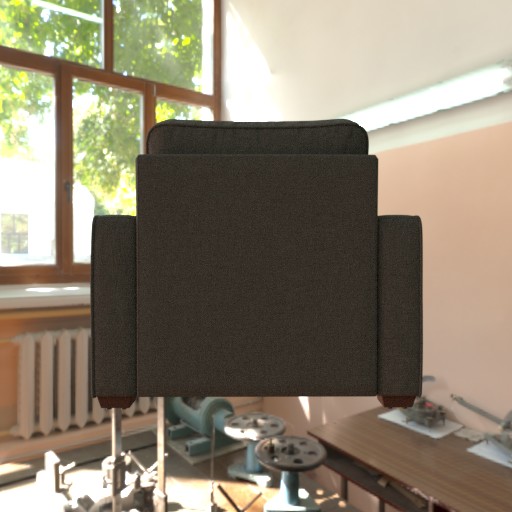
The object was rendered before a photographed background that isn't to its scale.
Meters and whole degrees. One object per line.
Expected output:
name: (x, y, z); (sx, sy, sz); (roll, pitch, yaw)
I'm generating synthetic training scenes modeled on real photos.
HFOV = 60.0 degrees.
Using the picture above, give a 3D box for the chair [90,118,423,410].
chair: (0.000, 0.000, 1.768); (1.017, 0.919, 0.940); (0, 0, 0)
